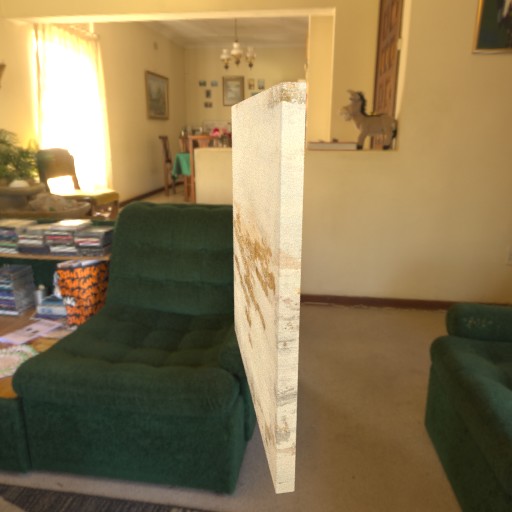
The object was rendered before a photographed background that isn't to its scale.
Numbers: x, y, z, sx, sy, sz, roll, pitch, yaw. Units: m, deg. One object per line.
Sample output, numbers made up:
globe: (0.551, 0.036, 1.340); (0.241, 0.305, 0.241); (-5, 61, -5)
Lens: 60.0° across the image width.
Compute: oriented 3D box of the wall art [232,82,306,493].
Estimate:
wall art: (0.000, 0.000, 1.125); (0.038, 0.755, 0.753); (-2, 16, -8)
